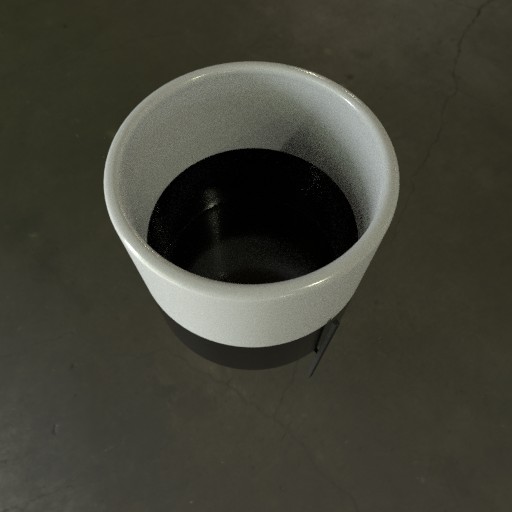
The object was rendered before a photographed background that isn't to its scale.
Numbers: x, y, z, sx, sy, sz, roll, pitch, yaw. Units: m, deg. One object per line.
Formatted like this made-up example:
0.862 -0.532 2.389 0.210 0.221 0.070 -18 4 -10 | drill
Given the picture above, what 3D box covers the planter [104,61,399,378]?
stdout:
0.000 0.000 0.643 0.310 0.432 0.310 34 68 16 | planter
